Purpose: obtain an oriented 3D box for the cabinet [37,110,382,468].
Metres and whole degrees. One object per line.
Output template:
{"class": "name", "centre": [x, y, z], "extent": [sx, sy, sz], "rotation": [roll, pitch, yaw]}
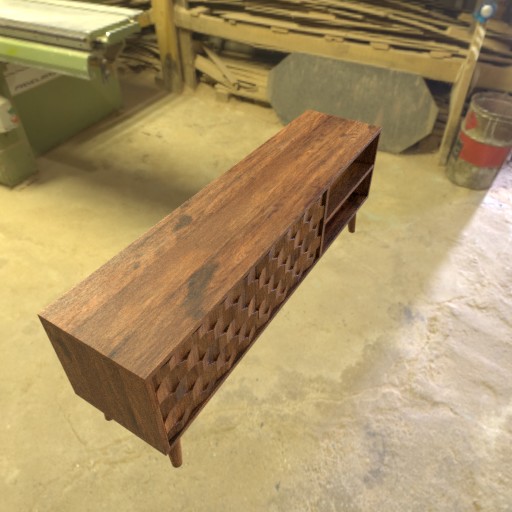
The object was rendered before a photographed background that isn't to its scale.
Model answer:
{"class": "cabinet", "centre": [0.000, 0.000, 1.643], "extent": [0.349, 0.528, 1.448], "rotation": [22, 46, 24]}
